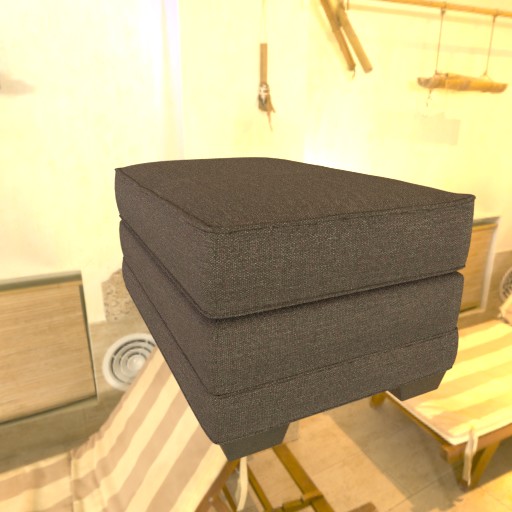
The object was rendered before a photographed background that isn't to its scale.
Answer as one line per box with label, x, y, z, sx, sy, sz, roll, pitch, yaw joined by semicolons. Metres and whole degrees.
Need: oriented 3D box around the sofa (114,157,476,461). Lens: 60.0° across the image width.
sofa;0.000;0.000;1.166;0.578;0.457;0.854;-8;20;-24
